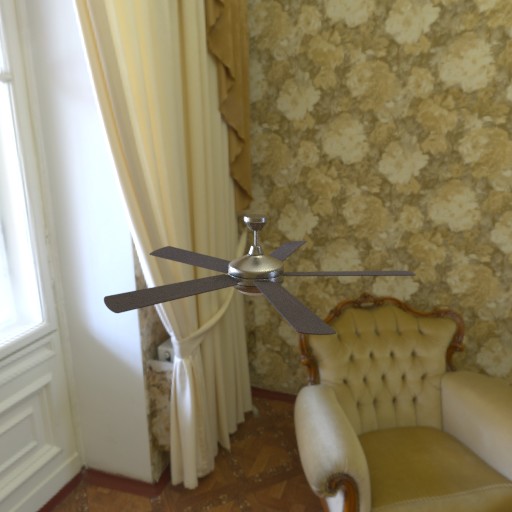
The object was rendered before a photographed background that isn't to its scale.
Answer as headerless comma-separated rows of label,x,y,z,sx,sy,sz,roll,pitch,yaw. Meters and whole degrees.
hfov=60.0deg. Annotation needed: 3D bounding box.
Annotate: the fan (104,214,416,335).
fan,0.000,0.000,1.959,1.321,0.356,1.321,-7,16,-25
